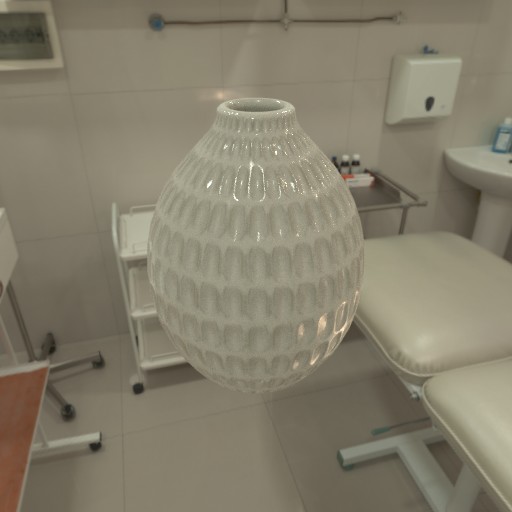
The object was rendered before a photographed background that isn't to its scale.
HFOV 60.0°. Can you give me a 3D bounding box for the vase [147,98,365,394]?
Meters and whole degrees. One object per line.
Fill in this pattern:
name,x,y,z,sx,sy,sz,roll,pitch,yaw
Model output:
vase,0.000,0.000,0.337,0.162,0.223,0.162,0,30,0
